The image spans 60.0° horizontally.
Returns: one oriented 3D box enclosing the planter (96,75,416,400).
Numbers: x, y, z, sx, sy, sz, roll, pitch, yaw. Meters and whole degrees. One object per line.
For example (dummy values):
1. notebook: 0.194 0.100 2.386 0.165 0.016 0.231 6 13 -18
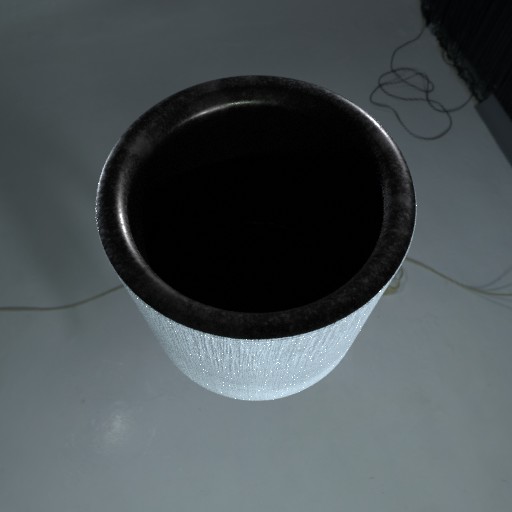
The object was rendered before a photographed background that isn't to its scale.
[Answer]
1. planter: 0.000 0.000 0.287 0.160 0.156 0.160 0 63 0
